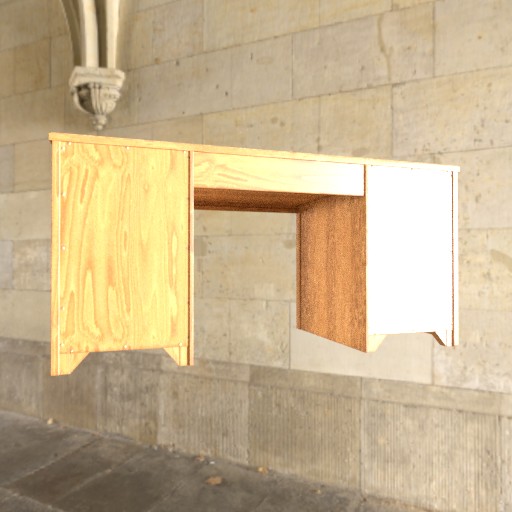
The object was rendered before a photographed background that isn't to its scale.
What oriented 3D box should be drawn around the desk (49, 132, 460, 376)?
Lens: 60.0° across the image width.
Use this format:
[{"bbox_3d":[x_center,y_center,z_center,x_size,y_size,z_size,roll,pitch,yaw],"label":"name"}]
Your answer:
[{"bbox_3d":[0.000,0.000,1.929,1.567,0.751,0.685,0,-1,-18],"label":"desk"}]
